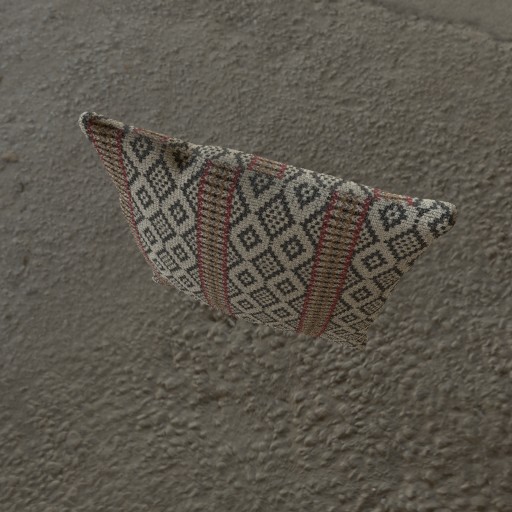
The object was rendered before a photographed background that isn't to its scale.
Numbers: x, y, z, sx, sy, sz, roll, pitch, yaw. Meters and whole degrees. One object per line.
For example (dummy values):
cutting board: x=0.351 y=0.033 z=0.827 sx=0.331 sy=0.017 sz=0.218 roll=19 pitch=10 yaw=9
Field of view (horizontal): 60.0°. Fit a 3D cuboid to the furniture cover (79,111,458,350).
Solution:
furniture cover: x=0.000 y=0.000 z=0.777 sx=0.503 sy=0.506 sz=0.182 roll=17 pitch=63 yaw=9
